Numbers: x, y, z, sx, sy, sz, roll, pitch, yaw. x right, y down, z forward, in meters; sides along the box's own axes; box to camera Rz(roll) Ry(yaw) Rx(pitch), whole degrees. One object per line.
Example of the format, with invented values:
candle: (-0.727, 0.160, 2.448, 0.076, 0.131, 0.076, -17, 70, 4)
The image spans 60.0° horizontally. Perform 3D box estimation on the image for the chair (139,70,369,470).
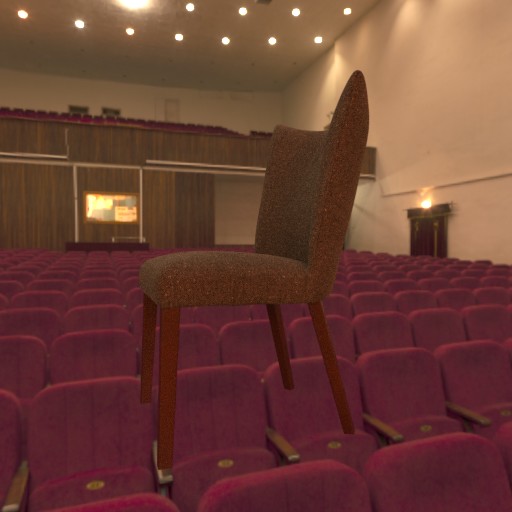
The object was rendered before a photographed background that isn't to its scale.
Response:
chair: (0.000, 0.000, 1.281, 0.623, 0.924, 0.535, 0, 1, -19)
